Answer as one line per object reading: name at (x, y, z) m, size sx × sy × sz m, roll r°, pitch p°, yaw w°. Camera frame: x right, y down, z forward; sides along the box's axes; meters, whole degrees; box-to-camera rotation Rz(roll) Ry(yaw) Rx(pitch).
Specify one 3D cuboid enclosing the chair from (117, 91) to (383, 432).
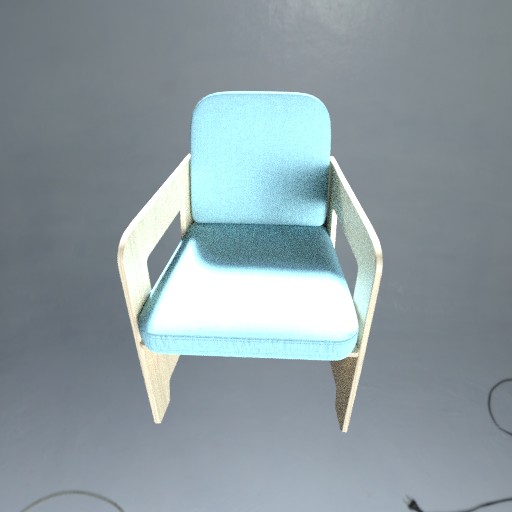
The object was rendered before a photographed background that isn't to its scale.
chair at (0.000, 0.000, 1.299) m, size 0.590 × 0.800 × 0.710 m, roll 2°, pitch 32°, yaw 3°
